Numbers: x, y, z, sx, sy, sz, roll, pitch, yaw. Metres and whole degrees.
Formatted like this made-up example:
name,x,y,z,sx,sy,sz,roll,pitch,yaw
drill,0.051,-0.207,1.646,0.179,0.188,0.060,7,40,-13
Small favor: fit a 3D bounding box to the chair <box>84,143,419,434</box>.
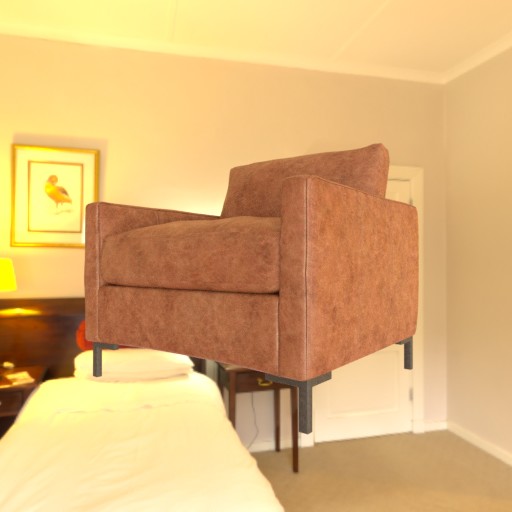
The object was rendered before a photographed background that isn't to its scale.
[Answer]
name,x,y,z,sx,sy,sz,roll,pitch,yaw
chair,0.000,0.000,1.652,0.967,0.869,0.862,0,-1,37
